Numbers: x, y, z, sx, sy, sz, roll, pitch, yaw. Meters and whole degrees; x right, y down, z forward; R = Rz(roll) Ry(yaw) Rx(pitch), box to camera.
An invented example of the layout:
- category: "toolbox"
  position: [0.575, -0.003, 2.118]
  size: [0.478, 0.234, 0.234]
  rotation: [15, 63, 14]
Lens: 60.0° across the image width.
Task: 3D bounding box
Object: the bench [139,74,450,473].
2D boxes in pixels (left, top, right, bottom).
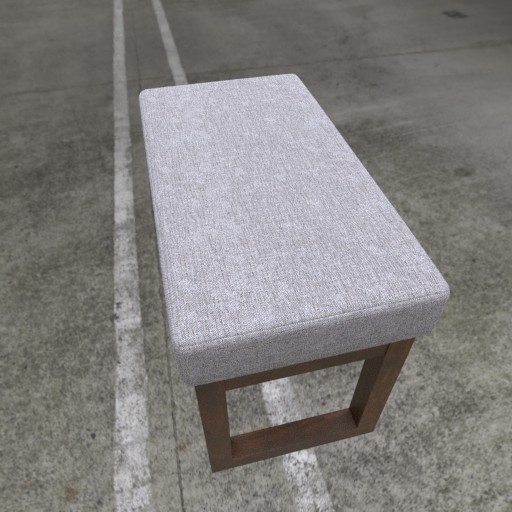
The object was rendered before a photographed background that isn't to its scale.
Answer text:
- category: "bench"
  position: [0.000, 0.000, 0.925]
  size: [0.366, 0.467, 0.681]
  rotation: [-10, 47, -10]
